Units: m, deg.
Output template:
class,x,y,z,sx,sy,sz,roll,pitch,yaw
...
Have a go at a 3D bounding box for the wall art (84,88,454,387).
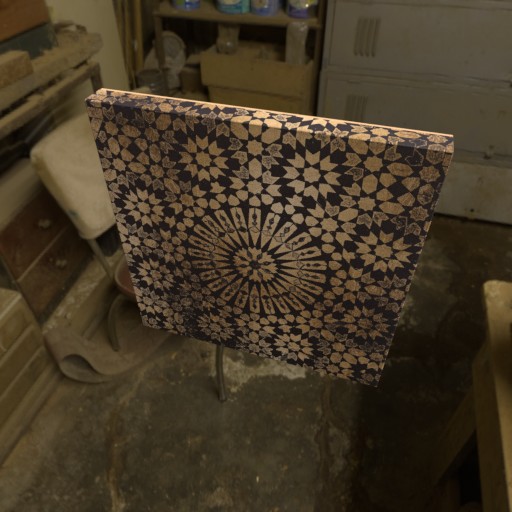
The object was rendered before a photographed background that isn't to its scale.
class,x,y,z,sx,sy,sz,roll,pitch,yaw
wall art,0.000,0.000,0.613,0.405,0.405,0.038,12,43,13
